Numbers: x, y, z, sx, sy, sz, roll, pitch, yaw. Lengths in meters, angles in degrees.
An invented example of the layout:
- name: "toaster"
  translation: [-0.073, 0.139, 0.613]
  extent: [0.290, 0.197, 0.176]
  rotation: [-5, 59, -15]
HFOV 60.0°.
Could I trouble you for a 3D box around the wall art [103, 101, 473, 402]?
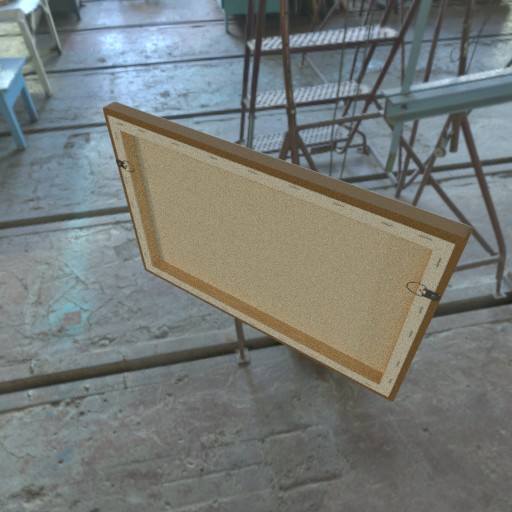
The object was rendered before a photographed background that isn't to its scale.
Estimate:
- name: "wall art"
  translation: [0.000, 0.000, 0.491]
  extent: [0.380, 0.254, 0.019]
  rotation: [25, 50, 23]
